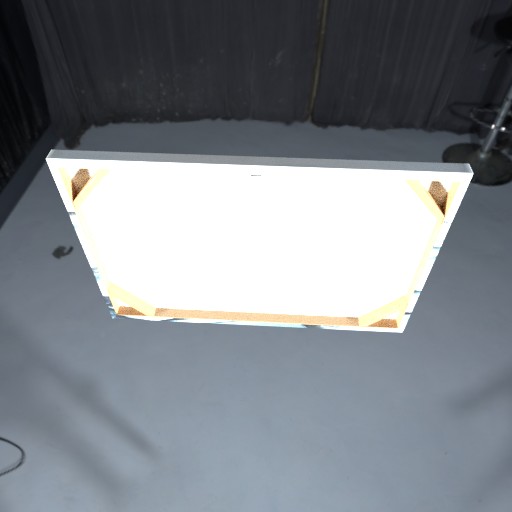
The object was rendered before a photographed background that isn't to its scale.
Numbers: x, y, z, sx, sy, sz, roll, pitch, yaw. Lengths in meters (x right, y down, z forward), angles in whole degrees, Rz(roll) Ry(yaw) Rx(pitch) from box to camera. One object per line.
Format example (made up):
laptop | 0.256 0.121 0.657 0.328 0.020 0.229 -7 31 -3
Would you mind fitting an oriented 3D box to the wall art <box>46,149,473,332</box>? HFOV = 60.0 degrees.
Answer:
wall art | 0.000 0.000 1.181 0.914 0.609 0.039 2 48 2
